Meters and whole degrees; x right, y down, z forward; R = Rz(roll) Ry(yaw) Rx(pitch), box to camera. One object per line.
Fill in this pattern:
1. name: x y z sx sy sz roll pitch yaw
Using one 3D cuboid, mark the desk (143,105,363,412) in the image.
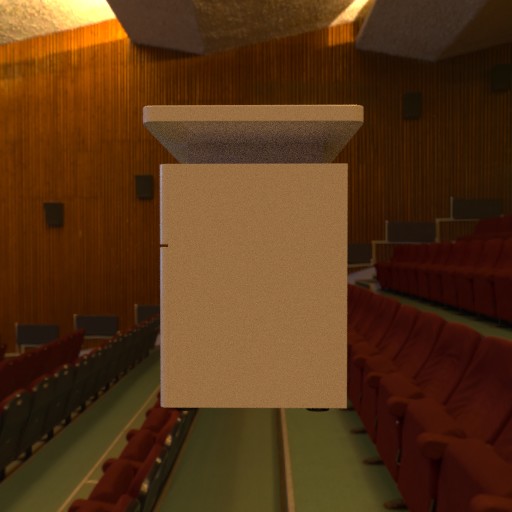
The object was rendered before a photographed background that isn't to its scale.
1. desk: 0.000 0.000 1.787 0.550 0.762 1.400 0 1 1
